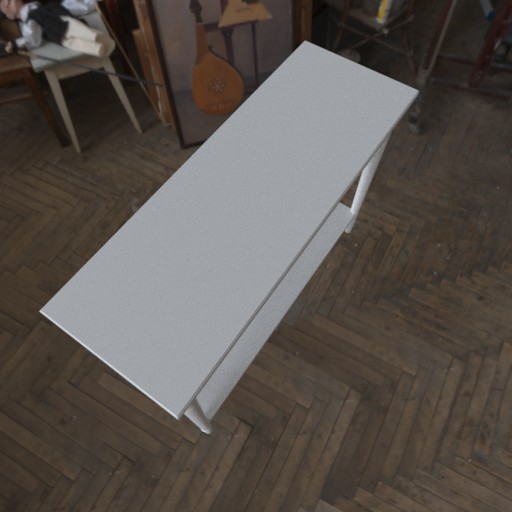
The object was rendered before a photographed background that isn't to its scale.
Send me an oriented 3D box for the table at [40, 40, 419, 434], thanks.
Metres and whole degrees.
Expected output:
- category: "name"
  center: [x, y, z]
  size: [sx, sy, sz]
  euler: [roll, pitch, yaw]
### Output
- category: "table"
  center: [0.000, 0.000, 1.423]
  size: [0.381, 0.749, 1.067]
  euler: [32, 67, 16]
